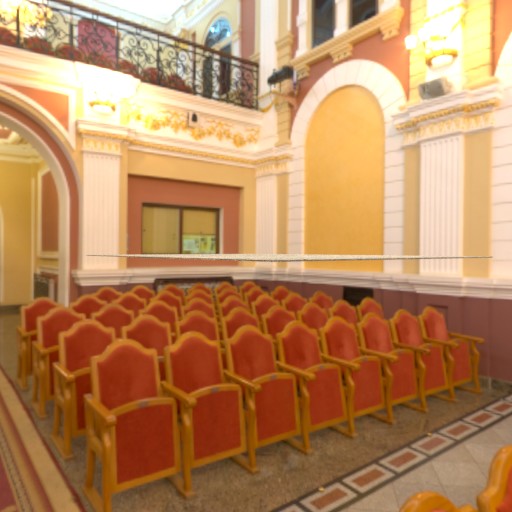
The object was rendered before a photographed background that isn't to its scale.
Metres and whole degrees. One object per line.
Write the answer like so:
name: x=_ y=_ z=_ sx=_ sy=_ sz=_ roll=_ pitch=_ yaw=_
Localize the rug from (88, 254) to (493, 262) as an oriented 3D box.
rug: x=0.000 y=0.000 z=2.884 sx=1.521 sy=0.006 sz=2.283 roll=-1 pitch=1 yaw=-36
